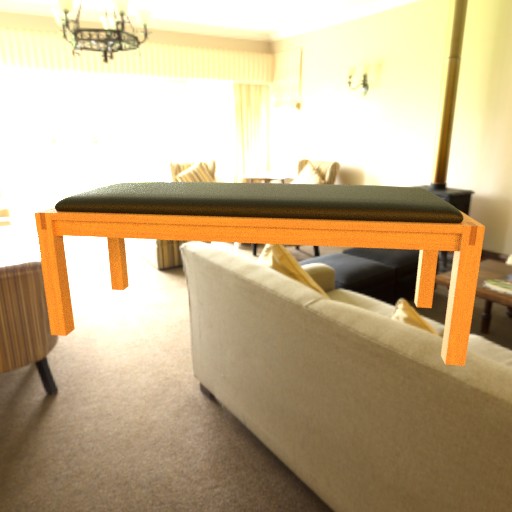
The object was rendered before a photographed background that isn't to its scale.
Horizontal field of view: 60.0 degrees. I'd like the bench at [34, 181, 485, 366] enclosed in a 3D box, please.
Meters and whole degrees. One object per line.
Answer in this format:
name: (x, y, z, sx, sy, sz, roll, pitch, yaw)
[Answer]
bench: (0.000, 0.000, 1.425, 1.202, 0.430, 0.450, 2, 16, 9)
